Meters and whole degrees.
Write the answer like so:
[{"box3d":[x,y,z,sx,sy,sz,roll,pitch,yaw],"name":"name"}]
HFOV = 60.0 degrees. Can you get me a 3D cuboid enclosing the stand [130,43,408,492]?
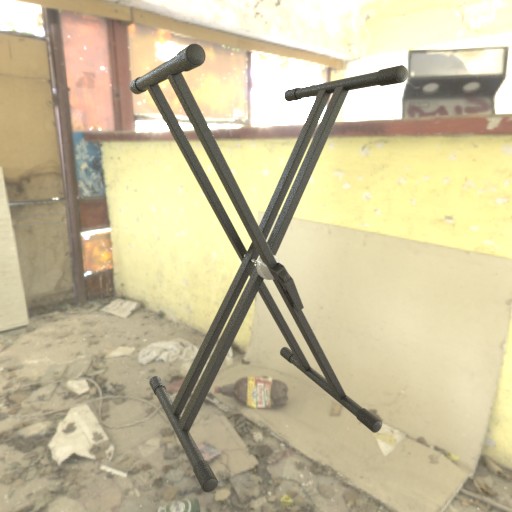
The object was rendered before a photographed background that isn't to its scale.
[{"box3d":[0.000,0.000,1.168,0.503,0.900,0.495,-7,16,-26],"name":"stand"}]
